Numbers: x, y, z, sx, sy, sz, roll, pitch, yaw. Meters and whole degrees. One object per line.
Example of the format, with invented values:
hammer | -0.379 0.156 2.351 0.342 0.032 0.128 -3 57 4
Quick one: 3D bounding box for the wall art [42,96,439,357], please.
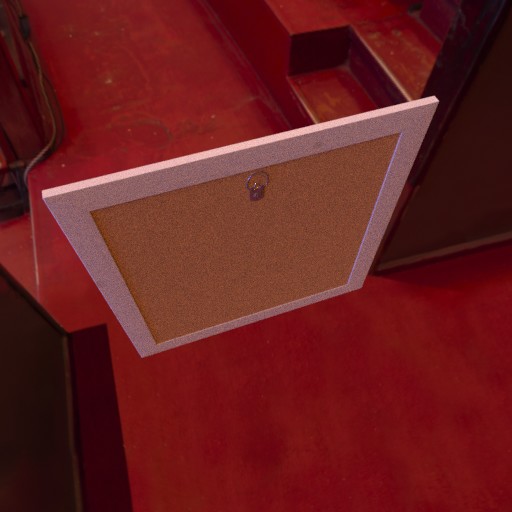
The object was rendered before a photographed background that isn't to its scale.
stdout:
wall art | 0.000 0.000 0.853 0.572 0.577 0.015 -16 59 -10
